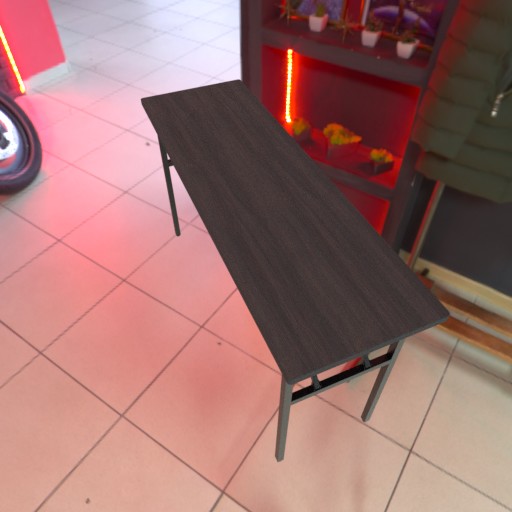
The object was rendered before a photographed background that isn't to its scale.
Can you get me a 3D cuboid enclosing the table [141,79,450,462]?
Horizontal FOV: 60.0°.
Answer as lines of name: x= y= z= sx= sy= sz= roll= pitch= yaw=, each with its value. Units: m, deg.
table: x=0.000 y=0.000 z=1.747 sx=0.449 sy=0.750 sz=1.399 roll=-18 pitch=49 yaw=-16
